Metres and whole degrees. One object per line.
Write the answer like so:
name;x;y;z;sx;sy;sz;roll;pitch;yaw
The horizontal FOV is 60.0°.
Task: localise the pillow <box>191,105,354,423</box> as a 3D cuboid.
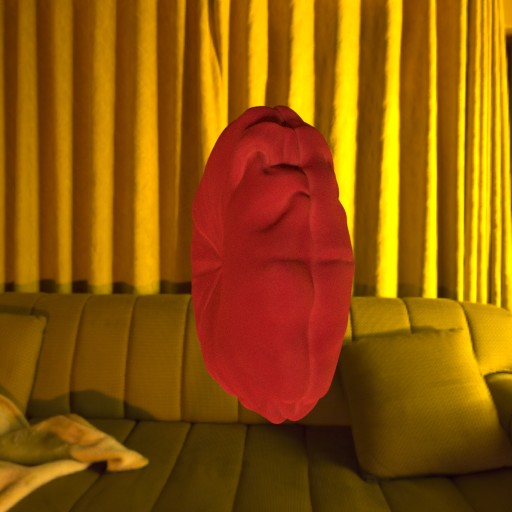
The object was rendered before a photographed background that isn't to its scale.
pillow;0.000;0.000;0.633;0.148;0.407;0.428;0;1;-17
